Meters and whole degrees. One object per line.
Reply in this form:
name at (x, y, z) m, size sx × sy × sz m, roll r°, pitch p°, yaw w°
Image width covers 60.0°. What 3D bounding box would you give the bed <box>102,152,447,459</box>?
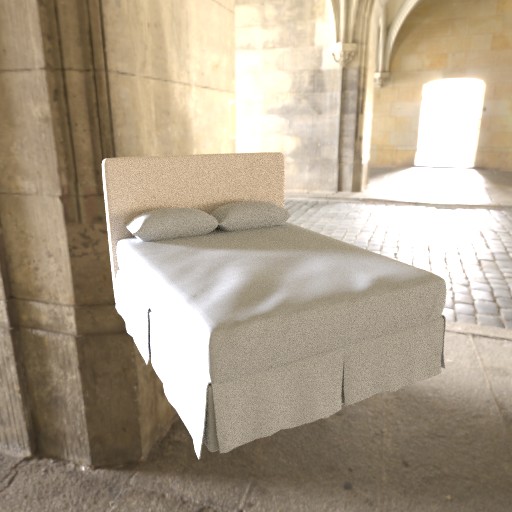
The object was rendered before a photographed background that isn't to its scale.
bed at (0.000, 0.000, 3.224) m, size 1.748 × 1.330 × 2.142 m, roll -9°, pitch 19°, yaw -27°
